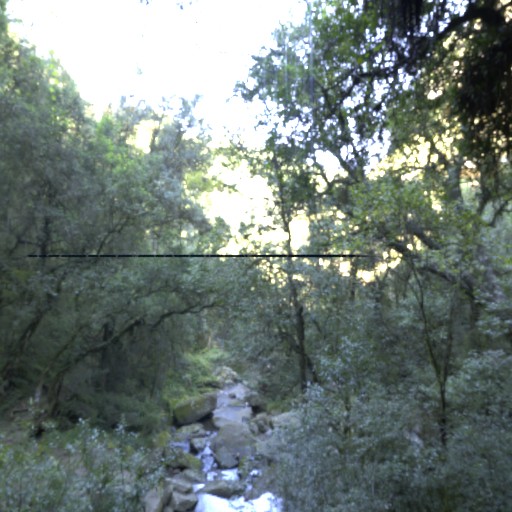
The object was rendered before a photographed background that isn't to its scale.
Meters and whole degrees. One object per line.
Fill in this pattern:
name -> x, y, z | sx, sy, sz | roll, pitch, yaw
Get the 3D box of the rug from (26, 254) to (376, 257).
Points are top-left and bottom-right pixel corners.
rug -> 0.000, 0.000, 3.020 | 1.517, 0.011, 2.435 | 0, 0, 17
